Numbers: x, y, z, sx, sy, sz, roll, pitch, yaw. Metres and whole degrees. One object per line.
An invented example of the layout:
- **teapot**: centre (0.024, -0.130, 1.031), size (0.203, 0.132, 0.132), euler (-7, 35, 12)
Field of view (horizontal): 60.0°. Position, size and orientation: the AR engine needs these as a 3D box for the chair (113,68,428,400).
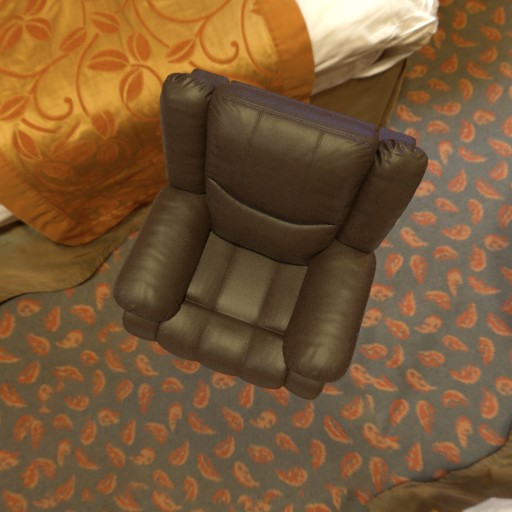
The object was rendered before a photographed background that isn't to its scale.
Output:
- **chair**: centre (0.000, 0.000, 1.718), size (0.899, 1.009, 0.934), euler (19, 78, 4)
